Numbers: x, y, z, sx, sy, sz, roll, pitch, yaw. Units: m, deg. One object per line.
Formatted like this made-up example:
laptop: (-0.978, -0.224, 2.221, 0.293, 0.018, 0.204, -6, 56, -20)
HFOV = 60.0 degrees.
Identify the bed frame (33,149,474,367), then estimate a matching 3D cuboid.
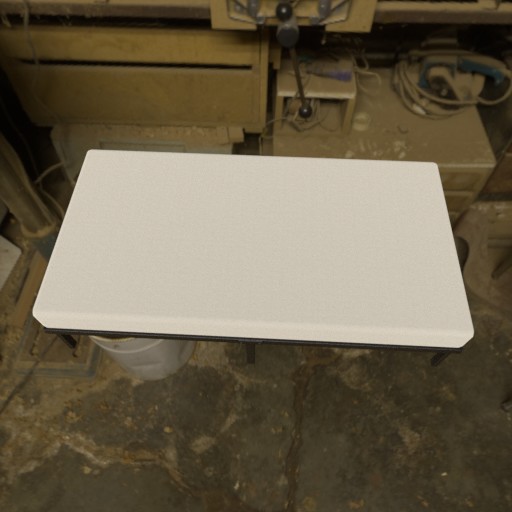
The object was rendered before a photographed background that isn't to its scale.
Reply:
bed frame: (0.000, 0.000, 3.220, 2.635, 0.680, 1.393, 3, 58, 2)
